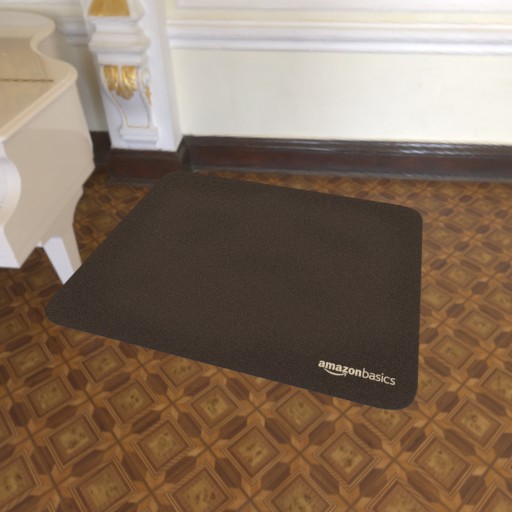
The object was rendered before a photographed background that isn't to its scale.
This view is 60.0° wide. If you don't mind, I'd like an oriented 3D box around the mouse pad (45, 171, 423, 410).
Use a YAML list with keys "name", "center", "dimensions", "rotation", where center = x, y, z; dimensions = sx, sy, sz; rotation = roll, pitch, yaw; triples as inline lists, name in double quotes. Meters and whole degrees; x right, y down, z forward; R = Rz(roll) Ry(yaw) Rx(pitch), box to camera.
- name: "mouse pad"
  center: [0.000, 0.000, 0.348]
  dimensions: [0.249, 0.002, 0.211]
  rotation: [11, 42, 13]
